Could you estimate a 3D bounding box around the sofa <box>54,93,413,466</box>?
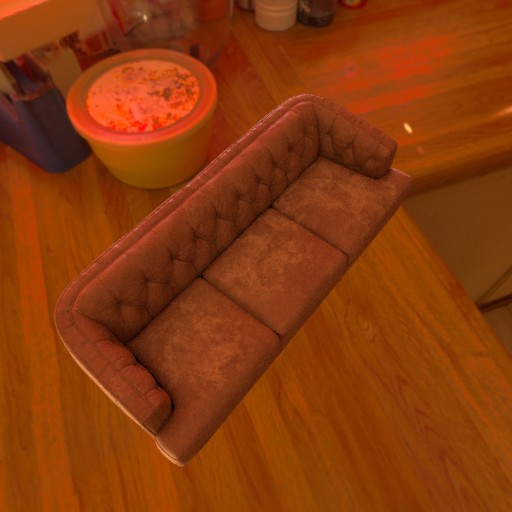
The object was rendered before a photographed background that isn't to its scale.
[{"bbox_3d":[0.000,0.000,2.670,0.922,0.791,2.257,35,64,20],"label":"sofa"}]
